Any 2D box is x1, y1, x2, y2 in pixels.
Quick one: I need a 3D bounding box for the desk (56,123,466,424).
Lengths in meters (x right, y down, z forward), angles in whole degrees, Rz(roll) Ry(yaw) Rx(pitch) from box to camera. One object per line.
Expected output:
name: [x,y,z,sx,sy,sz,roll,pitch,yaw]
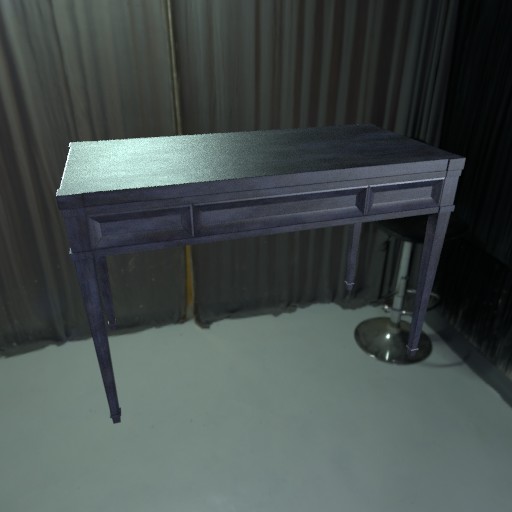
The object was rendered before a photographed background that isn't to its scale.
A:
desk: [0.000,0.000,1.791,1.289,0.861,0.630,-8,28,-15]
